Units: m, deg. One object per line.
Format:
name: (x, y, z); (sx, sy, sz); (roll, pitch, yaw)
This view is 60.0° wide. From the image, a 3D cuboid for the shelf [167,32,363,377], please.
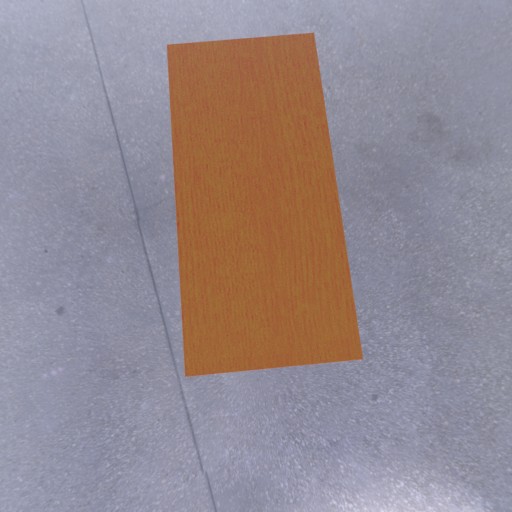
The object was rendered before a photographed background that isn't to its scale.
shelf: (0.000, 0.000, 1.350); (0.305, 1.067, 0.660); (-5, 76, -1)
